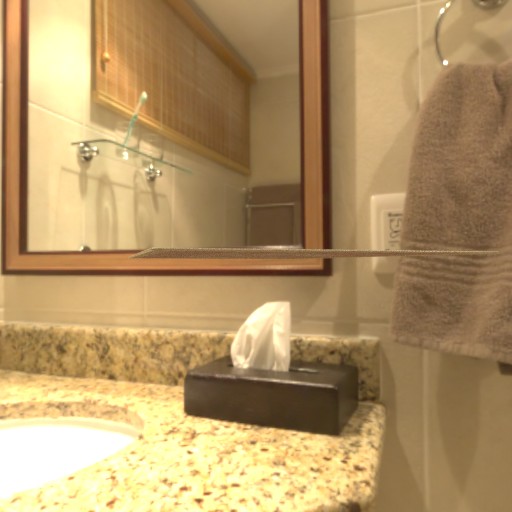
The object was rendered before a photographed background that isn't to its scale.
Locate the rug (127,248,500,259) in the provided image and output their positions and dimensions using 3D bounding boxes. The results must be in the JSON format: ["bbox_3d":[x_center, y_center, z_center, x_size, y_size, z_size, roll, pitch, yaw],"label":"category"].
[{"bbox_3d":[0.000,0.000,1.045,0.556,0.004,0.868,0,-1,-18],"label":"rug"}]
